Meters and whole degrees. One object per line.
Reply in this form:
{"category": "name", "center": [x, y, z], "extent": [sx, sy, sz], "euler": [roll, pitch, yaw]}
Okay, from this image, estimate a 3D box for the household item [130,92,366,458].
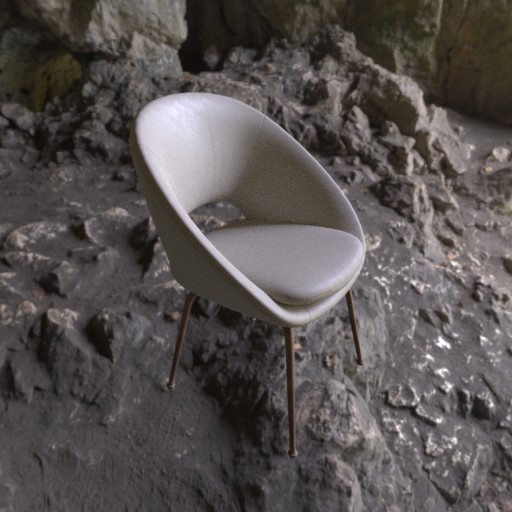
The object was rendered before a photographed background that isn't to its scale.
{"category": "household item", "center": [0.000, 0.000, 1.279], "extent": [0.573, 0.852, 0.623], "euler": [17, 31, 31]}
